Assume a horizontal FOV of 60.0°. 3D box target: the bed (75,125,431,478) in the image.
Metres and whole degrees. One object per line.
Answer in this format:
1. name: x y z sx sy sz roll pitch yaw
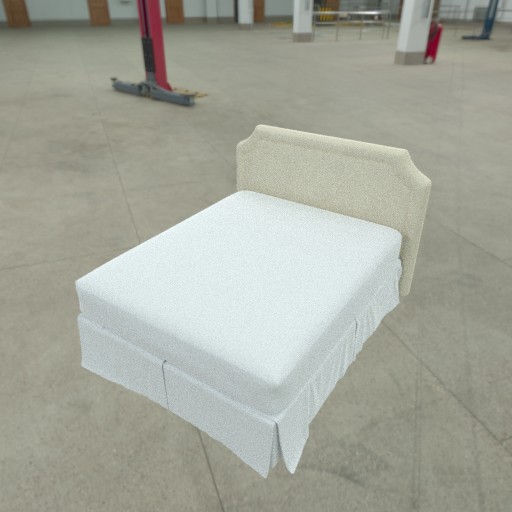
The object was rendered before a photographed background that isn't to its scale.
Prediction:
1. bed: 0.000 0.000 3.288 1.827 1.296 2.209 19 36 29
